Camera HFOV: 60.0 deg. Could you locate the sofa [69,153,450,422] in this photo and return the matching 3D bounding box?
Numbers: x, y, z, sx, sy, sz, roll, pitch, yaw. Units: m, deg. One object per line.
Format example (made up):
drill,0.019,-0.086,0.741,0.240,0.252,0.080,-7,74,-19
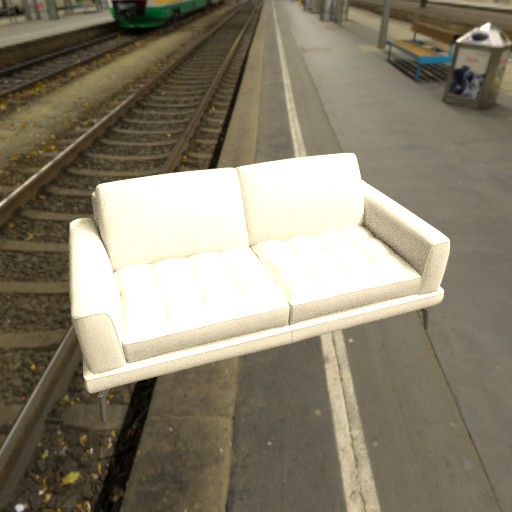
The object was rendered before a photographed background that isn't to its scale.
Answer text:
sofa,0.000,0.000,2.784,2.177,0.930,1.121,-11,33,-17
